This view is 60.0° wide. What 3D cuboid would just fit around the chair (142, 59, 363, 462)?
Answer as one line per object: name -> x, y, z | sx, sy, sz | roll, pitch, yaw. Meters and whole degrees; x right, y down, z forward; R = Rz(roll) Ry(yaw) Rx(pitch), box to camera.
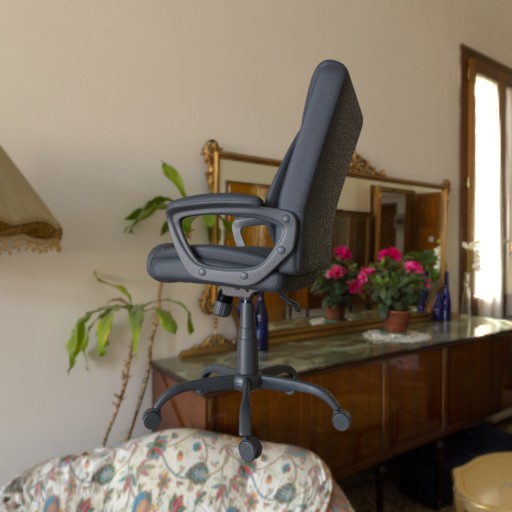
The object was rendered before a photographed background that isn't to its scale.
chair -> 0.000, 0.000, 1.460 | 0.655, 1.072, 0.615 | 0, 0, 19
